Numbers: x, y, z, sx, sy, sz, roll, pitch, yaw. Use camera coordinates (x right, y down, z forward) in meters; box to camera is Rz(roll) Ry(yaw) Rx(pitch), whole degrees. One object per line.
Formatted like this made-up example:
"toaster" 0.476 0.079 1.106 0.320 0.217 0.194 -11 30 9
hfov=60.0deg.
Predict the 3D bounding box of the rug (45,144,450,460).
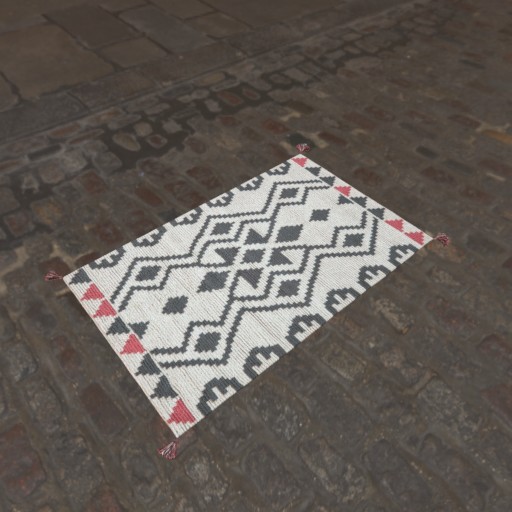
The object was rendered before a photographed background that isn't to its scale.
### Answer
"rug" 0.000 0.000 3.376 2.672 0.066 1.741 -32 55 -26
